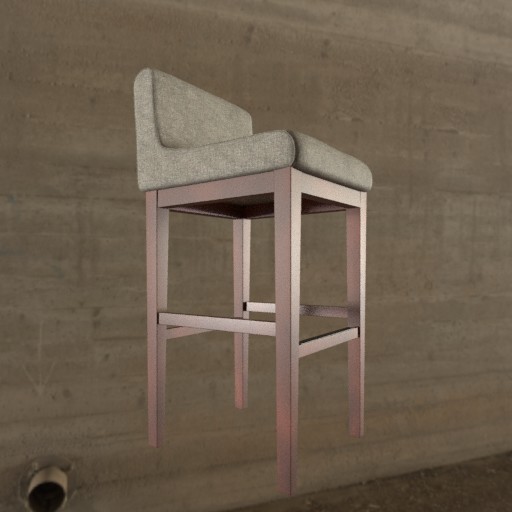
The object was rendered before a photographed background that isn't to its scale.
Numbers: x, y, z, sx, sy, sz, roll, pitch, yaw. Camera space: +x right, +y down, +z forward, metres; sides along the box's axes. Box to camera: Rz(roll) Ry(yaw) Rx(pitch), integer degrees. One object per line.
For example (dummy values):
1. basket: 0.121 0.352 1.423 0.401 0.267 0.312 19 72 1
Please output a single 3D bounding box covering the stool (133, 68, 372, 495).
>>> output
1. stool: 0.000 0.000 1.172 0.499 0.965 0.426 -1 -1 35
